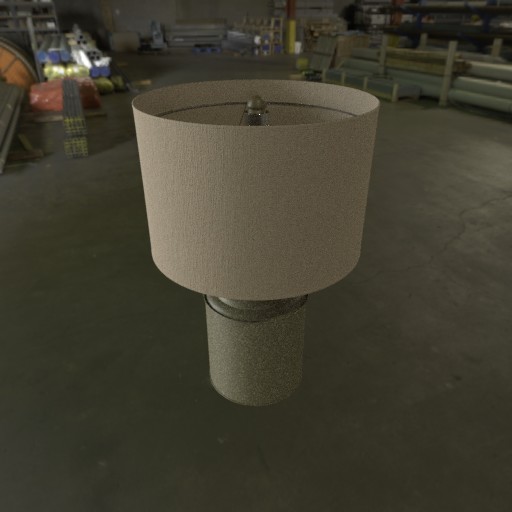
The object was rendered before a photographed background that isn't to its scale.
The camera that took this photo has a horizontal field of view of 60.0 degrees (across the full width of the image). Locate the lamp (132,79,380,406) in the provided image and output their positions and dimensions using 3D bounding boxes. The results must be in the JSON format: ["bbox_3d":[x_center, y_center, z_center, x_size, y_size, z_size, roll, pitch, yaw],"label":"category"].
[{"bbox_3d":[0.000,0.000,0.702,0.318,0.486,0.318,0,30,0],"label":"lamp"}]
